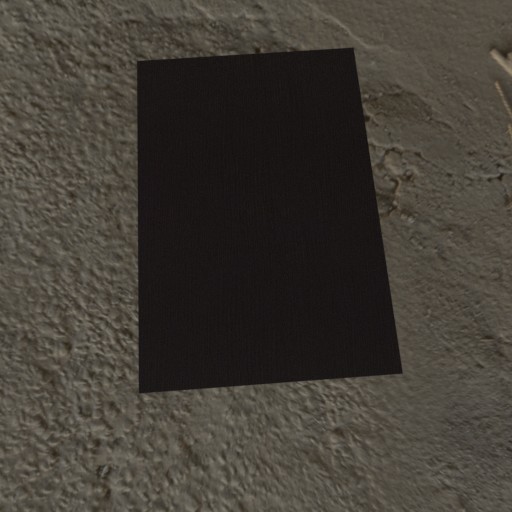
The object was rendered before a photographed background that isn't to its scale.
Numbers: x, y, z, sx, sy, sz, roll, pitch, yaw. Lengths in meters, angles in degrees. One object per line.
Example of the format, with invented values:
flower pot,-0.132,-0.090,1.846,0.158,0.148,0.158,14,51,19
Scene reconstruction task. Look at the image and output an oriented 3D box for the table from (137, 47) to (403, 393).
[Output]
table,0.000,0.000,1.092,0.408,0.711,0.589,-4,75,-1
